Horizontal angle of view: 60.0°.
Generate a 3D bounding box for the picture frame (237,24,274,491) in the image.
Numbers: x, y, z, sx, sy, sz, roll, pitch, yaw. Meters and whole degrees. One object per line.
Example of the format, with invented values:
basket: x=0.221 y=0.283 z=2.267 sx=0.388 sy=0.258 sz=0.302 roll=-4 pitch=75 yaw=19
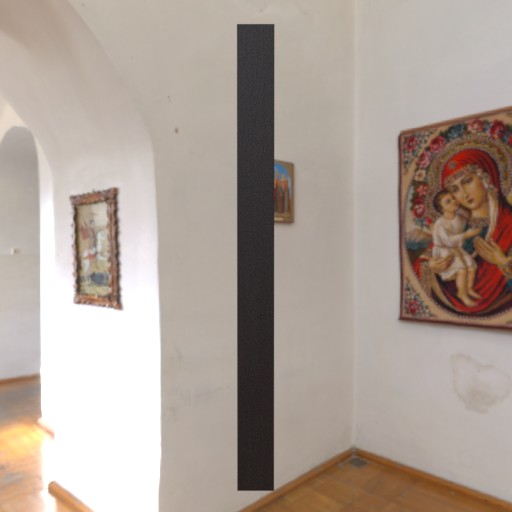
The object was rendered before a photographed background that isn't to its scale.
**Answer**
picture frame: x=0.000 y=0.000 z=0.753 sx=0.044 sy=0.555 sz=0.452 roll=0 pitch=1 yaw=0
